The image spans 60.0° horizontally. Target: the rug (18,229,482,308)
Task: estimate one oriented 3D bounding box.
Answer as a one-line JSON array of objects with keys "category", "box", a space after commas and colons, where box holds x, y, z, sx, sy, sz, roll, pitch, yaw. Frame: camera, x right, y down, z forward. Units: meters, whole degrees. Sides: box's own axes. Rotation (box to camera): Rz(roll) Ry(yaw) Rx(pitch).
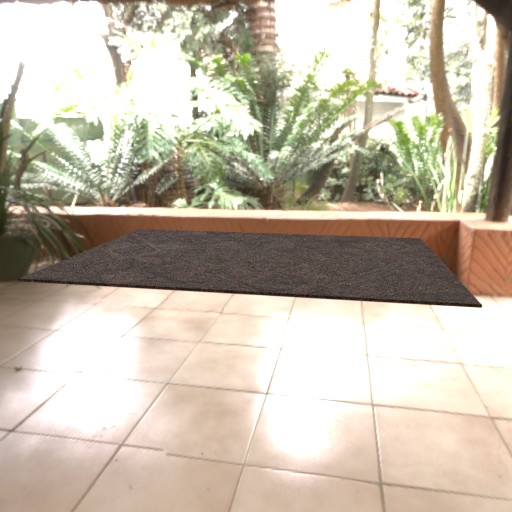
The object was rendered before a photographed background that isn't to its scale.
[{"category": "rug", "box": [0.000, 0.000, 2.867, 2.298, 0.017, 1.501, 2, 14, 10]}]
